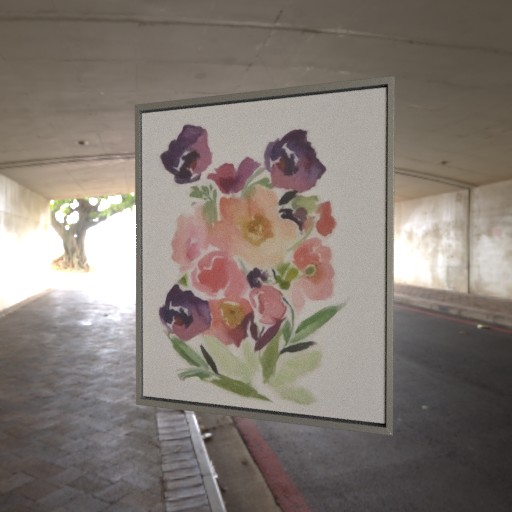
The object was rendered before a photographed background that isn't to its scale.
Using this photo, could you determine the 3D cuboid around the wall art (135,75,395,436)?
[{"bbox_3d":[0.000,0.000,0.761,0.452,0.549,0.038,0,1,18],"label":"wall art"}]
